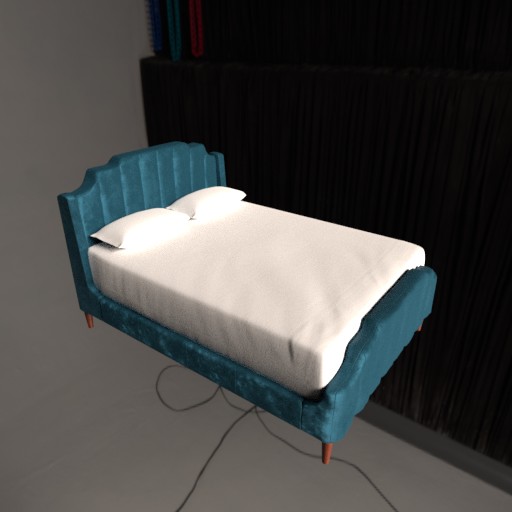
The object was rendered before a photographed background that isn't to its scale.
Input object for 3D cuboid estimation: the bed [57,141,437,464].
[{"bbox_3d":[0.000,0.000,3.347,2.322,1.338,1.678,18,31,32],"label":"bed"}]
